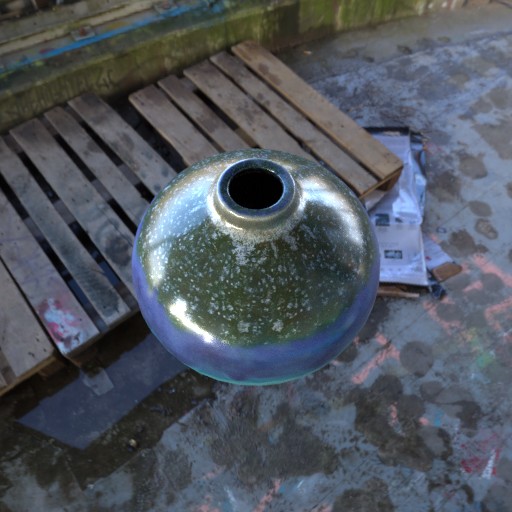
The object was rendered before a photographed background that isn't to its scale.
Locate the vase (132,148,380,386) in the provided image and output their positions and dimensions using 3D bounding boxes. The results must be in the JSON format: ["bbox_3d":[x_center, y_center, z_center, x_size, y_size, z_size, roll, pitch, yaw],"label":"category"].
[{"bbox_3d":[0.000,0.000,0.277,0.154,0.133,0.154,0,59,0],"label":"vase"}]
